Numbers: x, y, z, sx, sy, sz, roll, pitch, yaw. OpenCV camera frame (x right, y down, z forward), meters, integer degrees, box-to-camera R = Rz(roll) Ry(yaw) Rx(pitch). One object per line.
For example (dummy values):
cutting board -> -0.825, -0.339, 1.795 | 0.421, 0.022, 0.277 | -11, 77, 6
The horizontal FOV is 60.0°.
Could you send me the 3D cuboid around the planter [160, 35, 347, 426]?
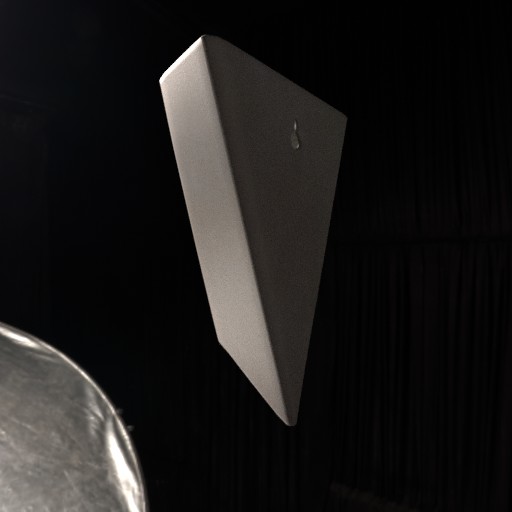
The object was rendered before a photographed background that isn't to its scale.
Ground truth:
planter -> 0.000, 0.000, 0.272 | 0.060, 0.197, 0.150 | 0, 0, 36
